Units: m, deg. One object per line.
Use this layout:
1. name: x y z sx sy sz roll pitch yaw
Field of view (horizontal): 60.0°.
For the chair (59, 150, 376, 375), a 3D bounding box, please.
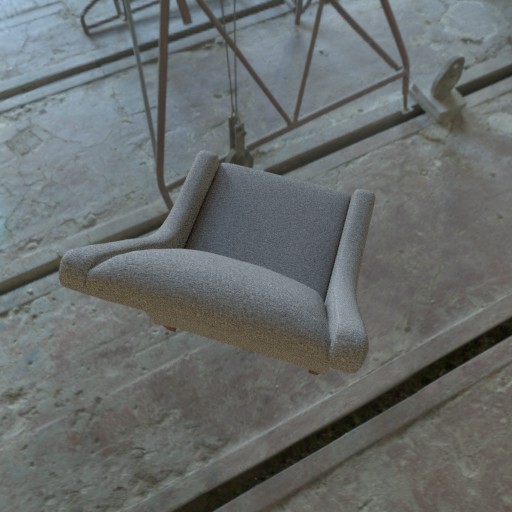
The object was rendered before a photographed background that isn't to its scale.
1. chair: 0.000 0.000 1.624 0.774 1.016 0.870 15 64 8
